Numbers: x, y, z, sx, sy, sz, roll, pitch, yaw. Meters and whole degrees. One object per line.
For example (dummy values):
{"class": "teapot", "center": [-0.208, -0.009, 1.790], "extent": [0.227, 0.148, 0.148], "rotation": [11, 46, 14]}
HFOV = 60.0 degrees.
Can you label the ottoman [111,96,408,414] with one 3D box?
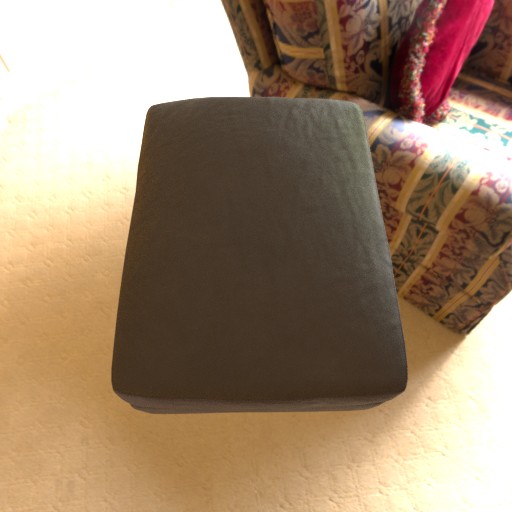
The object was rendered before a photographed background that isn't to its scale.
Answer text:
{"class": "ottoman", "center": [0.000, 0.000, 1.285], "extent": [0.659, 0.529, 0.887], "rotation": [-1, 62, 0]}
